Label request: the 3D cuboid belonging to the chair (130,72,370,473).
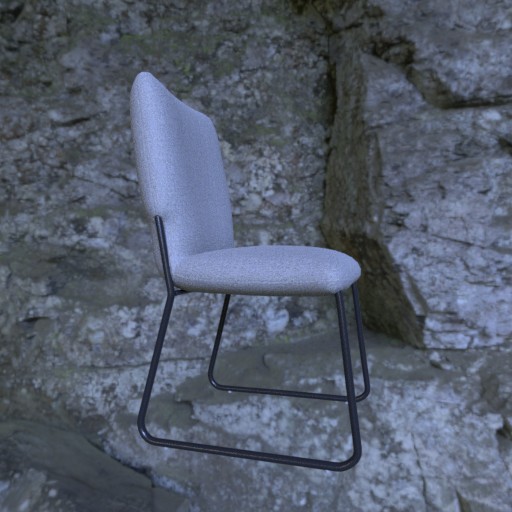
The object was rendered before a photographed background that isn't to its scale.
[{"bbox_3d":[0.000,0.000,1.149,0.560,0.864,0.448,0,1,17],"label":"chair"}]
